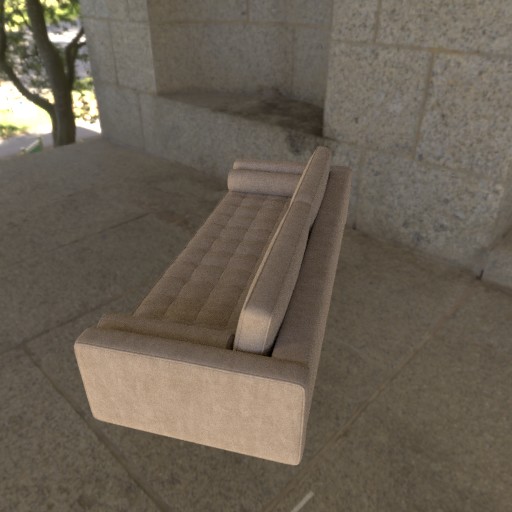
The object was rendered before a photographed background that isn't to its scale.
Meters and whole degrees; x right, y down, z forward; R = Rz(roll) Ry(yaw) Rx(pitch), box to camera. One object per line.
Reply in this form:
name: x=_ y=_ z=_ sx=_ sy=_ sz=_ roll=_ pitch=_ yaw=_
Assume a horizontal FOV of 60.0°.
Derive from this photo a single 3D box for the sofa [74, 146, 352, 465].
sofa: x=0.000 y=0.000 z=2.566 sx=0.919 sy=0.770 sz=2.200 roll=8 pitch=32 yaw=12
